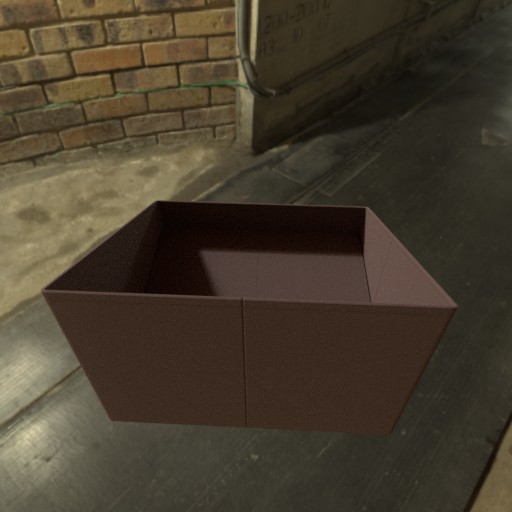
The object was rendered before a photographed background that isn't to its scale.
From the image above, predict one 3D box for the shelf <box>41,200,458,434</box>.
[{"bbox_3d":[0.000,0.000,0.481,0.292,0.210,0.292,2,46,2],"label":"shelf"}]
